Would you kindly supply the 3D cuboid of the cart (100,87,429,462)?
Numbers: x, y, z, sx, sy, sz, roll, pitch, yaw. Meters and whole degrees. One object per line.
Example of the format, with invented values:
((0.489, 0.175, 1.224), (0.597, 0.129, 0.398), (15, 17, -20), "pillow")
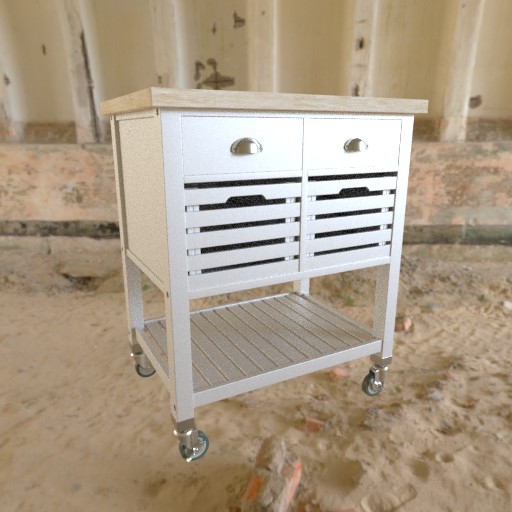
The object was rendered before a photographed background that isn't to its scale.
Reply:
((0.000, 0.000, 1.387), (0.762, 0.914, 0.559), (-8, 18, -27), "cart")
